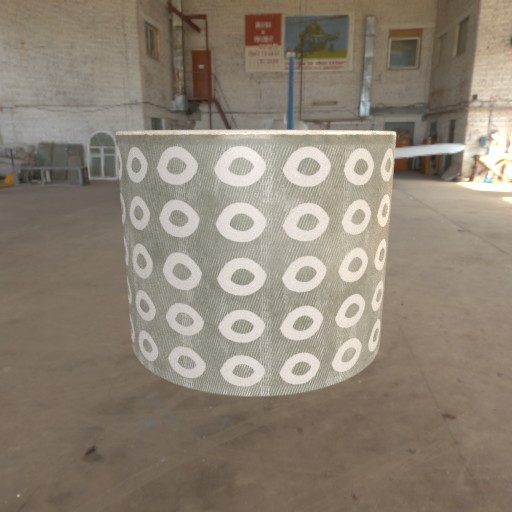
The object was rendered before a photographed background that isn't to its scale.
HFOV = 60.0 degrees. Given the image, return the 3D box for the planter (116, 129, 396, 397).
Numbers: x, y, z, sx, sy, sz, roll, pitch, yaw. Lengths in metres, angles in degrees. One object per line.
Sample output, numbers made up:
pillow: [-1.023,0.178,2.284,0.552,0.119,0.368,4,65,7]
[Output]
planter: [0.000,0.000,0.443,0.250,0.239,0.250,0,15,0]
